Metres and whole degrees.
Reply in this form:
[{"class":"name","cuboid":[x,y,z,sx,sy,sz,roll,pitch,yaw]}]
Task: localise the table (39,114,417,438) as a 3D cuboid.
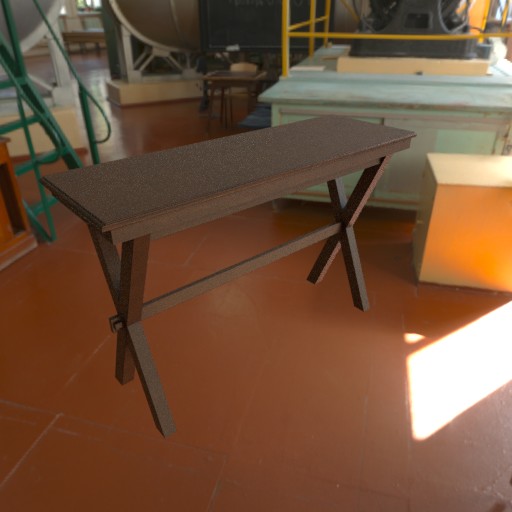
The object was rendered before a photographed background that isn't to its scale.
[{"class":"table","cuboid":[0.000,0.000,1.585,1.197,0.763,0.399,-23,37,-35]}]
